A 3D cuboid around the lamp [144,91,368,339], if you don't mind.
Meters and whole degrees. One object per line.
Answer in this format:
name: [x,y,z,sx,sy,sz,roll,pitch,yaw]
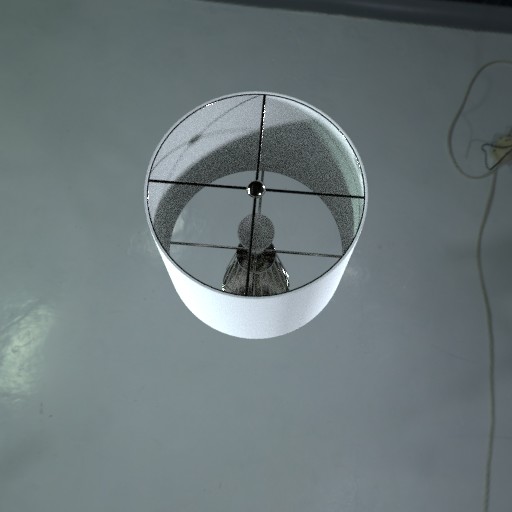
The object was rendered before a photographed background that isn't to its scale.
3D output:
lamp: [0.000,0.000,0.805,0.303,0.618,0.303,0,75,0]
